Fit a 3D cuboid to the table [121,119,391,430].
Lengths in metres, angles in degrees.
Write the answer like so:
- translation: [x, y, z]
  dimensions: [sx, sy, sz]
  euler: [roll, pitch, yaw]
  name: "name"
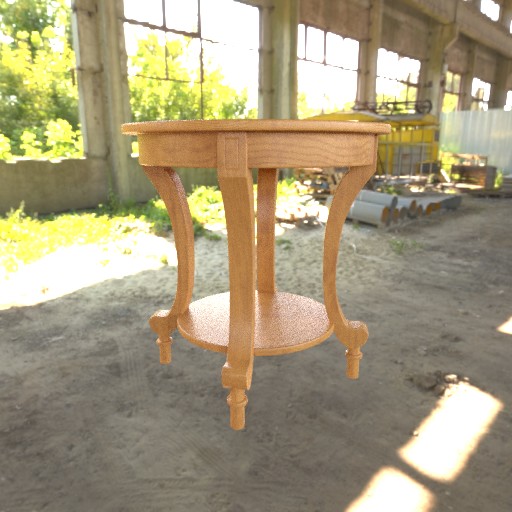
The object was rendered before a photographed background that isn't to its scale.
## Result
- translation: [0.000, 0.000, 1.093]
  dimensions: [0.597, 0.612, 0.597]
  euler: [0, 14, 0]
  name: "table"
